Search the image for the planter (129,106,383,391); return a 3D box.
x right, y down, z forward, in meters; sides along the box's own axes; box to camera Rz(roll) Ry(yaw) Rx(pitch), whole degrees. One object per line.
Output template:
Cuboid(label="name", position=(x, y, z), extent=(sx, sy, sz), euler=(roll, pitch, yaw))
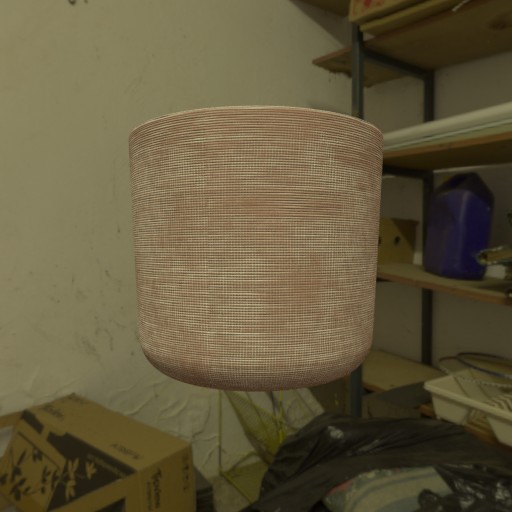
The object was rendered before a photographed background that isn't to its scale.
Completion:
Cuboid(label="planter", position=(0.000, 0.000, 0.799), extent=(0.440, 0.398, 0.440), euler=(0, 1, 0))
